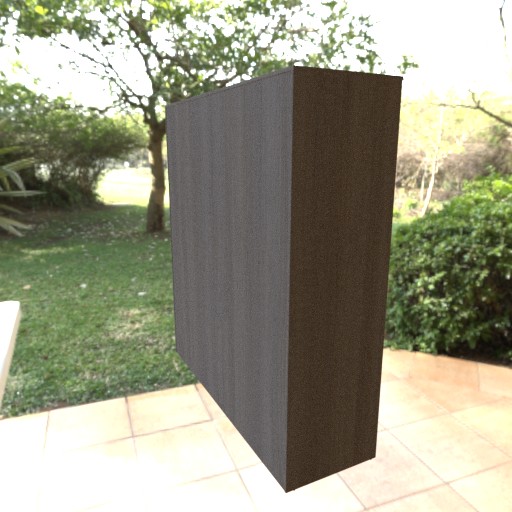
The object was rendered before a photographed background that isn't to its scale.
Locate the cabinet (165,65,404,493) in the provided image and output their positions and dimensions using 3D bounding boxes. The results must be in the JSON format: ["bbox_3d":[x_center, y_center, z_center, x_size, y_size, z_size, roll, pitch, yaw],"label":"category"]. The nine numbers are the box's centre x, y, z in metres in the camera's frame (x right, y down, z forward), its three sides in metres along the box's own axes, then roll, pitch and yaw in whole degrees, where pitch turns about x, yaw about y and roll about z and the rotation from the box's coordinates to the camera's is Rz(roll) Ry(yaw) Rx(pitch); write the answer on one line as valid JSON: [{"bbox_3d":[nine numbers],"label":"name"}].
[{"bbox_3d":[0.000,0.000,2.991,0.620,2.060,1.870,-7,15,-27],"label":"cabinet"}]
